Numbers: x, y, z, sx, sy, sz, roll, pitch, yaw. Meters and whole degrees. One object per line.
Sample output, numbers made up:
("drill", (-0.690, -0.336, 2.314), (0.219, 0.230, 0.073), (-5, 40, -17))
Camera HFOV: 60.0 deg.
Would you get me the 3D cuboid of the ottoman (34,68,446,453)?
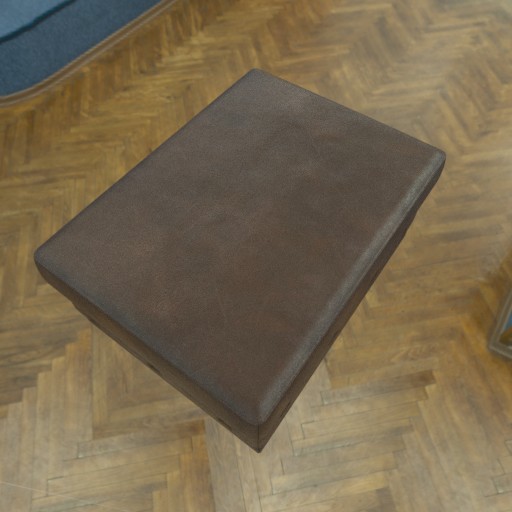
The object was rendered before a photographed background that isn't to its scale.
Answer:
("ottoman", (0.000, 0.000, 1.168), (0.588, 0.509, 0.795), (31, 63, 19))
